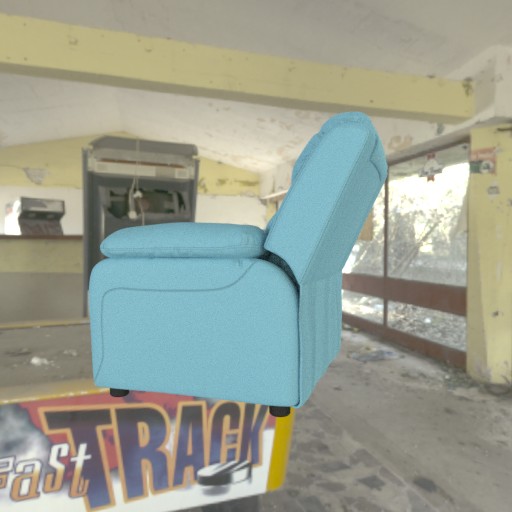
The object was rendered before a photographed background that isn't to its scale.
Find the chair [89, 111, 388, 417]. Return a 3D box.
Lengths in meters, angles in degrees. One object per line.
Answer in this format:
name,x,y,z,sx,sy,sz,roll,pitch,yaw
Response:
chair,0.000,0.000,1.278,0.709,0.702,0.680,1,2,19
